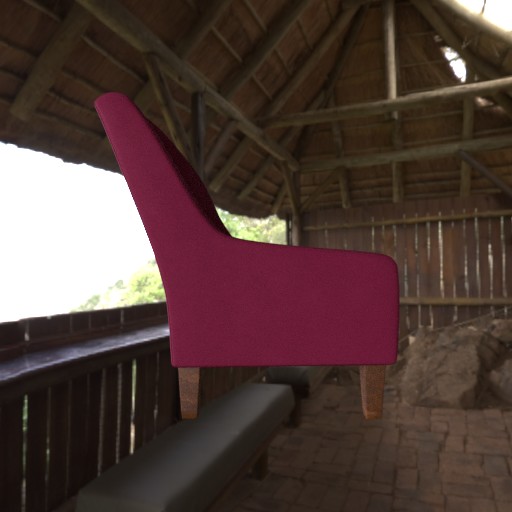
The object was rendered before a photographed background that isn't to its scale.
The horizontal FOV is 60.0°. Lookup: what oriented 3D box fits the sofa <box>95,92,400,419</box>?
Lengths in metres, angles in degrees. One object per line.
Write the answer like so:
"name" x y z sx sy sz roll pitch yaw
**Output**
"sofa" 0.000 0.000 1.903 0.946 0.976 1.242 0 0 0
